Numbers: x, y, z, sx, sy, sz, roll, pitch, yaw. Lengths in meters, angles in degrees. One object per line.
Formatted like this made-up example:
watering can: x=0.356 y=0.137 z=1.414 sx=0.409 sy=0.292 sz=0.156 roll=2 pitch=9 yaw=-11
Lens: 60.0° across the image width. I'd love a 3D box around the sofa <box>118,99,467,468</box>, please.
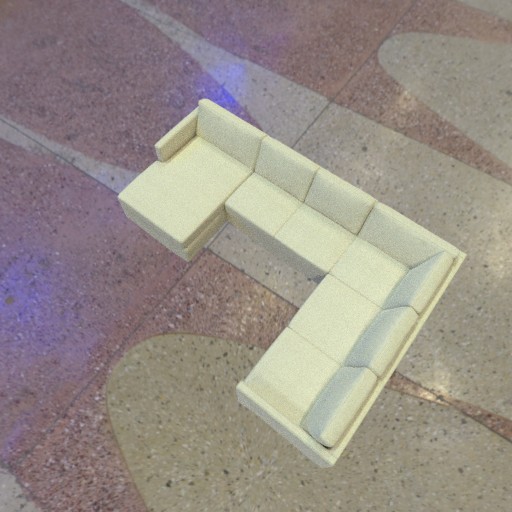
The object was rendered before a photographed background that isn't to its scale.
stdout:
sofa: x=0.000 y=0.000 z=4.662 sx=3.464 sy=0.882 sz=2.448 roll=34 pitch=68 yaw=16
